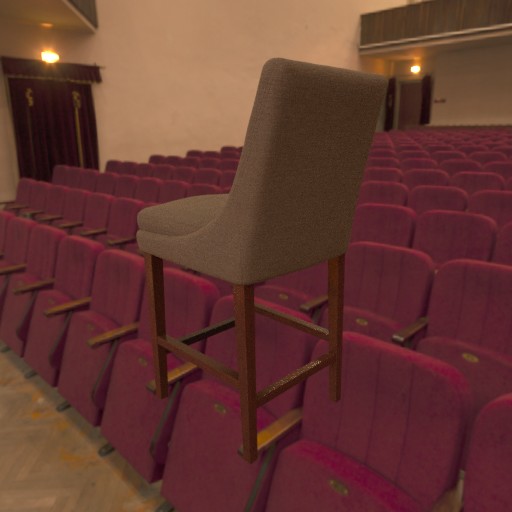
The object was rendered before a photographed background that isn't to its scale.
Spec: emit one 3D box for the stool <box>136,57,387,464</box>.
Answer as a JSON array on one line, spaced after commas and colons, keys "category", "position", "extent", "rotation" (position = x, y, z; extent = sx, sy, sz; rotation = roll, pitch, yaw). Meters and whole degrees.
[{"category": "stool", "position": [0.000, 0.000, 1.295], "extent": [0.577, 0.981, 0.470], "rotation": [15, 22, 43]}]
